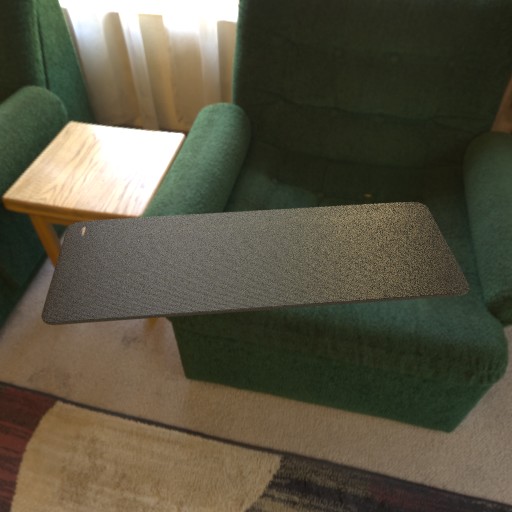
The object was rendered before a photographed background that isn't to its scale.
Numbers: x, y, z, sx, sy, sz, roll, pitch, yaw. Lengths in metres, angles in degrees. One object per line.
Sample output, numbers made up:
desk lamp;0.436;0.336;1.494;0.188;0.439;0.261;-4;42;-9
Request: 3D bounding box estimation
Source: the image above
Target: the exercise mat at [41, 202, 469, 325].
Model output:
exercise mat;0.000;0.000;2.104;1.869;0.021;0.616;-4;48;-3
